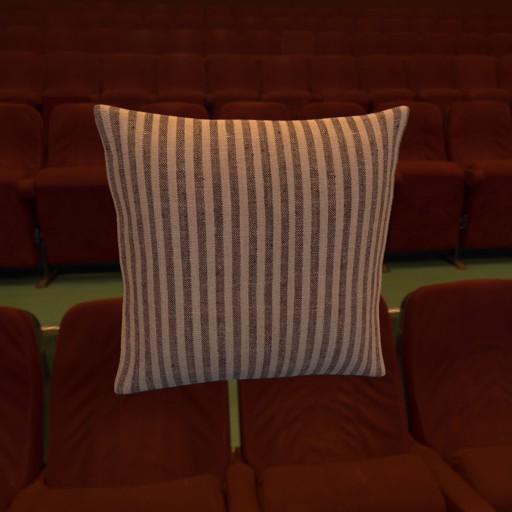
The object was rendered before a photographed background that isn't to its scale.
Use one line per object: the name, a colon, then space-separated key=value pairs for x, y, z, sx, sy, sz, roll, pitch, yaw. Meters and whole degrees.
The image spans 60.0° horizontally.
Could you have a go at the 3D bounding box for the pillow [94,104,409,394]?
pillow: x=0.000 y=0.000 z=0.782 sx=0.523 sy=0.506 sz=0.166 roll=-2 pitch=16 yaw=-7
